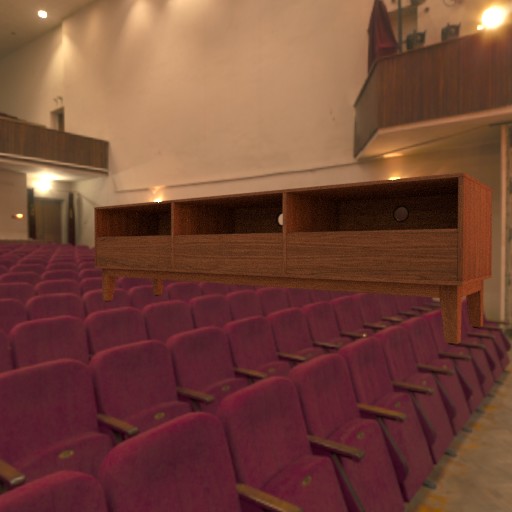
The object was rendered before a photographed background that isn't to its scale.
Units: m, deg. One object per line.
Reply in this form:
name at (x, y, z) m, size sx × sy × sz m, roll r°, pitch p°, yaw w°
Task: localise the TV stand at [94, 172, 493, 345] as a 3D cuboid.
TV stand at (0.000, 0.000, 1.620) m, size 1.482 × 0.409 × 0.366 m, roll 1°, pitch 1°, yaw 37°
